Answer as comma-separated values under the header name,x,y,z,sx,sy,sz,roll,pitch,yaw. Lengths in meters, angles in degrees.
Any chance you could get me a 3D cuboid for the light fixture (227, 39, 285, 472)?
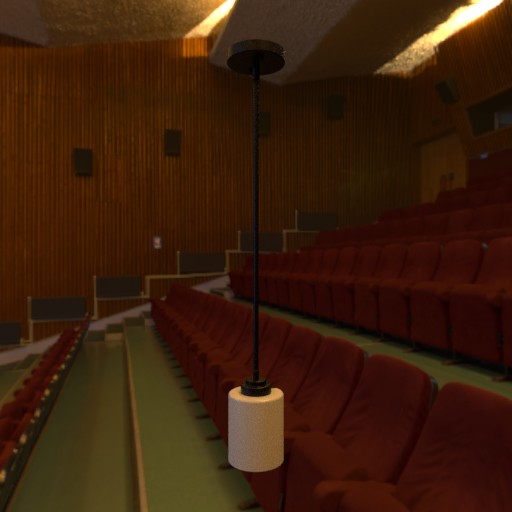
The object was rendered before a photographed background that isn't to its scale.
name,x,y,z,sx,sy,sz,roll,pitch,yaw
light fixture,0.000,0.000,0.943,0.123,0.863,0.123,0,0,-18
